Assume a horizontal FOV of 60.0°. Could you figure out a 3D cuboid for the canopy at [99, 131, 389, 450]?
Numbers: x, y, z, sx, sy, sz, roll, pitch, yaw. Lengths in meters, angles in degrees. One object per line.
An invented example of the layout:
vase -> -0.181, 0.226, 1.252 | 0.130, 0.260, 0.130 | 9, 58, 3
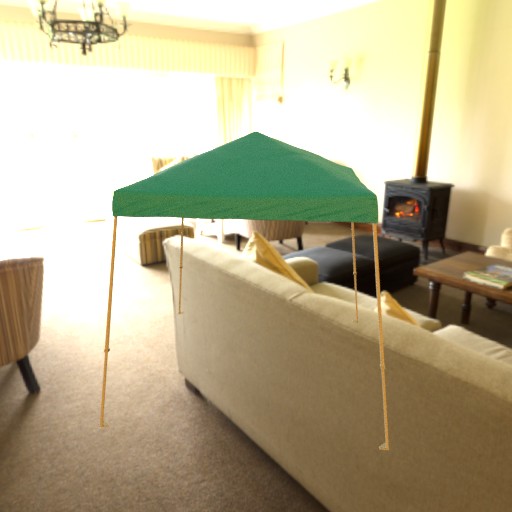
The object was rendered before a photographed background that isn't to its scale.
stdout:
canopy -> 0.000, 0.000, 5.255 | 2.850, 2.850, 2.849 | 2, 17, 6
